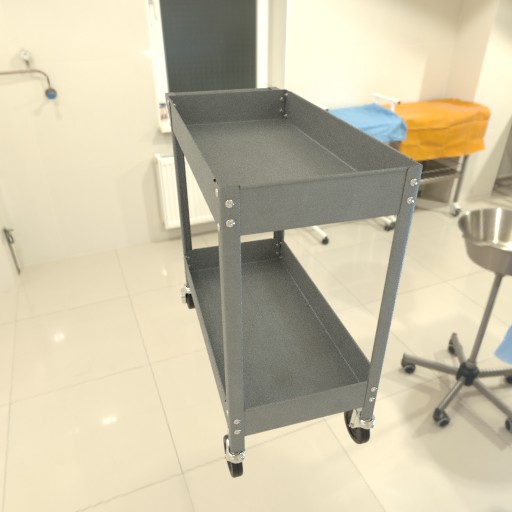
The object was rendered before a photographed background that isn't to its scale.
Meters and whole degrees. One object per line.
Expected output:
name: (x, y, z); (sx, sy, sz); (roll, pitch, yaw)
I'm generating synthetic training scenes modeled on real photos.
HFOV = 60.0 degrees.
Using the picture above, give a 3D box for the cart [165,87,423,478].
cart: (0.000, 0.000, 1.167); (0.366, 0.719, 0.779); (-8, 32, -14)
